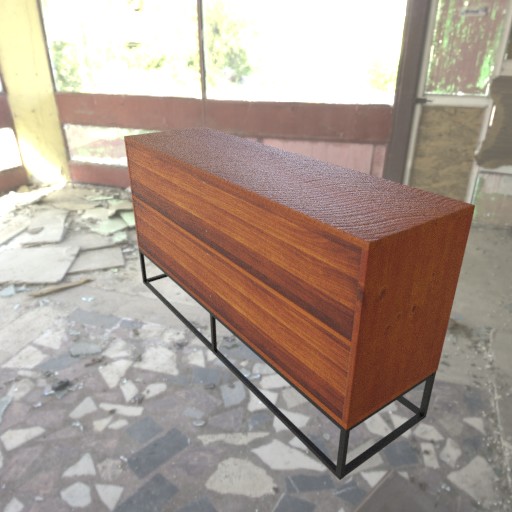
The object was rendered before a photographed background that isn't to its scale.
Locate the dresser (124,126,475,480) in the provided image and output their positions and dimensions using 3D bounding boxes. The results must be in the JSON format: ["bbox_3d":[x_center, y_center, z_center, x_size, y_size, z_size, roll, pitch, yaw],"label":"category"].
[{"bbox_3d":[0.000,0.000,1.877,0.464,0.810,1.536,-18,31,-32],"label":"dresser"}]
